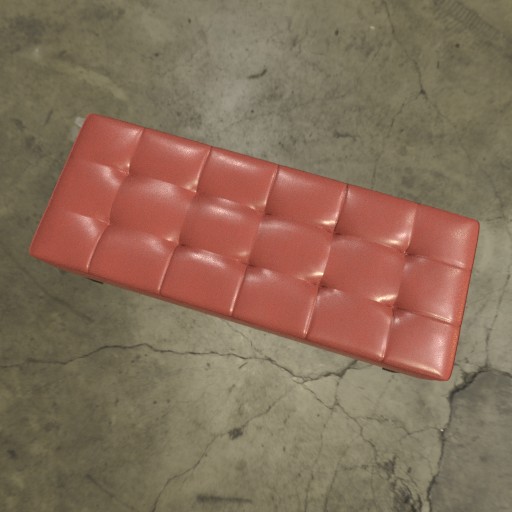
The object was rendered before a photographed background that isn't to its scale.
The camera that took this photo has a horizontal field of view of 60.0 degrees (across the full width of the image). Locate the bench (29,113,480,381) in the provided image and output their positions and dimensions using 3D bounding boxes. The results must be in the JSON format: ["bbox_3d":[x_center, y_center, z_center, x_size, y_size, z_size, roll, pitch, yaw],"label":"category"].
[{"bbox_3d":[0.000,0.000,1.344,1.105,0.460,0.432,16,77,4],"label":"bench"}]
